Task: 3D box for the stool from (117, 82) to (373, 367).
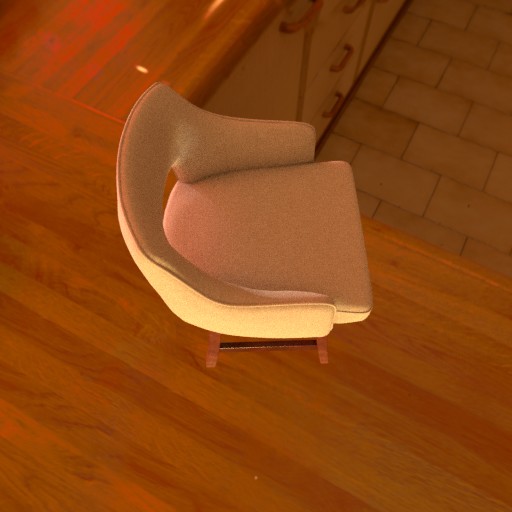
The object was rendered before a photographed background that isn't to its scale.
[{"bbox_3d":[0.000,0.000,1.283,0.560,0.936,0.550,-2,63,-1],"label":"stool"}]
